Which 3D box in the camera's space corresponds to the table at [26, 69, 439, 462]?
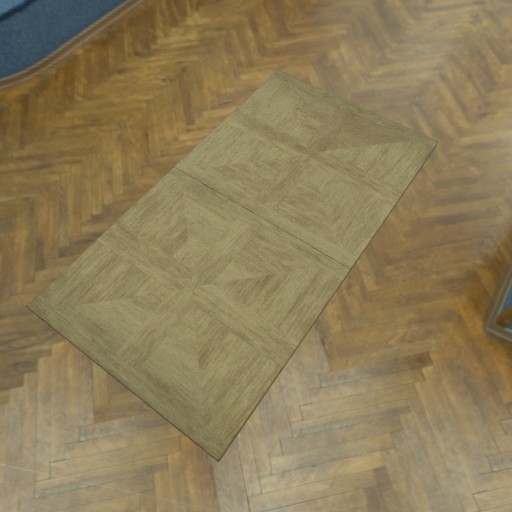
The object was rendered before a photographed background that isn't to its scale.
[{"bbox_3d":[0.000,0.000,2.417,1.016,0.768,1.881,32,64,17],"label":"table"}]
